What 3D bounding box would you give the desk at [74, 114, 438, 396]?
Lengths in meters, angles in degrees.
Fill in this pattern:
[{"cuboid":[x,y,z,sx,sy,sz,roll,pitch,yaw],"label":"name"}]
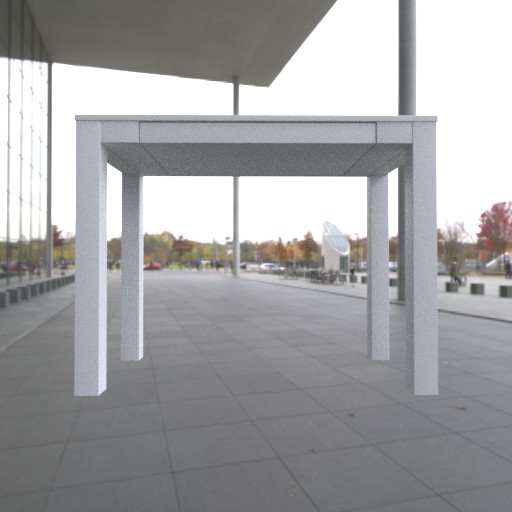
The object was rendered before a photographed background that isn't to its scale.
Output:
[{"cuboid":[0.000,0.000,1.450,0.990,0.762,0.497,0,-1,-1],"label":"desk"}]
